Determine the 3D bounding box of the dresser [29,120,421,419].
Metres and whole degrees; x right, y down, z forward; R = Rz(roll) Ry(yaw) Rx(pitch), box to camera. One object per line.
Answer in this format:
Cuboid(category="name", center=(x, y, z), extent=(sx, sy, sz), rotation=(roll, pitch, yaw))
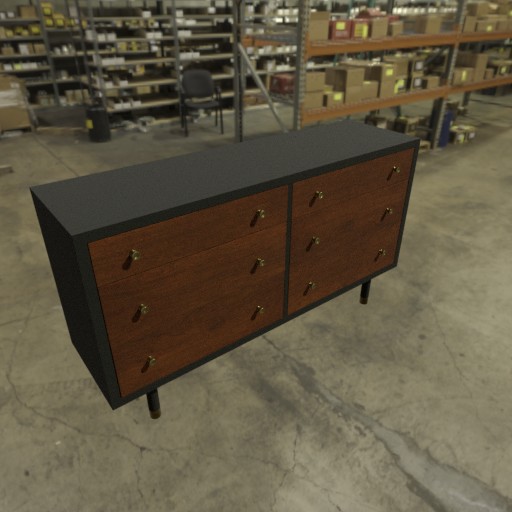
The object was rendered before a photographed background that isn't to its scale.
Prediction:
Cuboid(category="dresser", center=(0.000, 0.000, 1.954), extent=(1.558, 0.872, 0.463), rotation=(-21, 36, -32))
